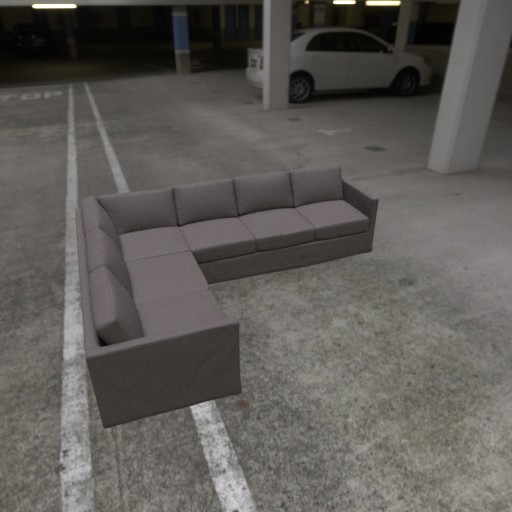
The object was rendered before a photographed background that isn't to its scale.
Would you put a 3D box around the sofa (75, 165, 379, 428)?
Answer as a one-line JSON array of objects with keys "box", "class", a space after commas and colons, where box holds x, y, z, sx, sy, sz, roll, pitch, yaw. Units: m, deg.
[{"box": [0.000, 0.000, 4.314, 3.182, 0.871, 2.432, -11, 32, -18], "class": "sofa"}]
